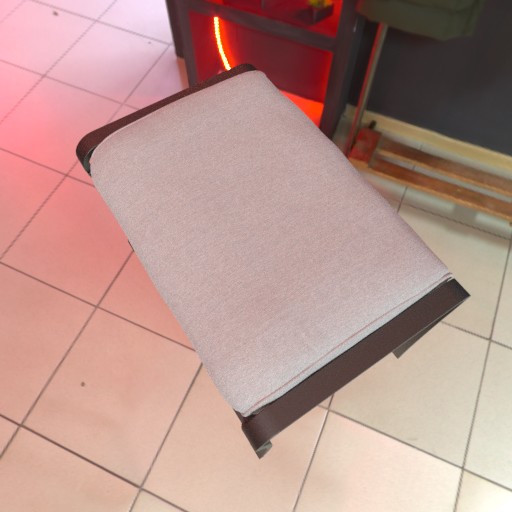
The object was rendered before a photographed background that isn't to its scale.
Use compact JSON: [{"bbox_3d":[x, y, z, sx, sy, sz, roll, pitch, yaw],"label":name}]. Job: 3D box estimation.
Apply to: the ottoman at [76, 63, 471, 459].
[{"bbox_3d":[0.000,0.000,0.884,0.406,0.422,0.610,-30,67,-15],"label":"ottoman"}]
